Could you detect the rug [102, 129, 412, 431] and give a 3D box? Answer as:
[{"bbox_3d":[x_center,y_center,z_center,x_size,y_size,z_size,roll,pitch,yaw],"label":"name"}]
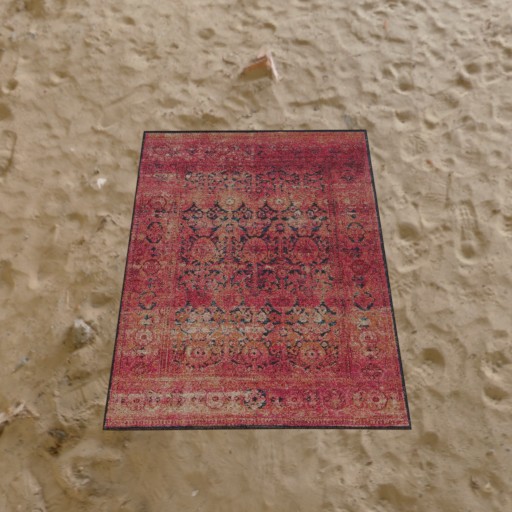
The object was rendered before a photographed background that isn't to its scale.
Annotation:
[{"bbox_3d":[0.000,0.000,4.116,2.411,0.020,3.032,0,64,0],"label":"rug"}]
